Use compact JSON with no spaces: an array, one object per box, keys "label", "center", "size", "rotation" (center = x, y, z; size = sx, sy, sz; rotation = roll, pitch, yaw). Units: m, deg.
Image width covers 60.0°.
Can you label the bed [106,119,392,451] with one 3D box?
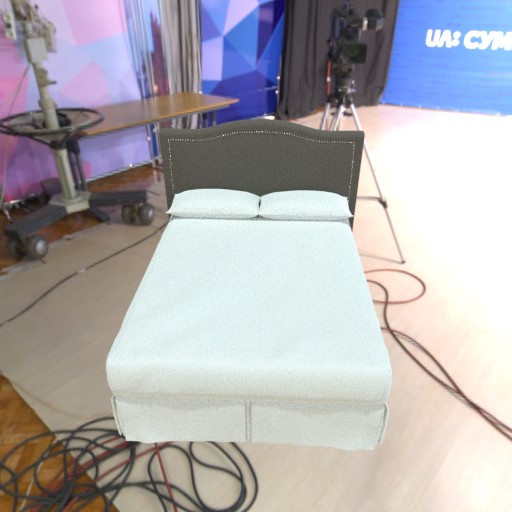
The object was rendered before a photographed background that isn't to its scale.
[{"label":"bed","center":[0.000,0.000,3.090],"size":[1.666,1.387,2.036],"rotation":[1,32,2]}]
